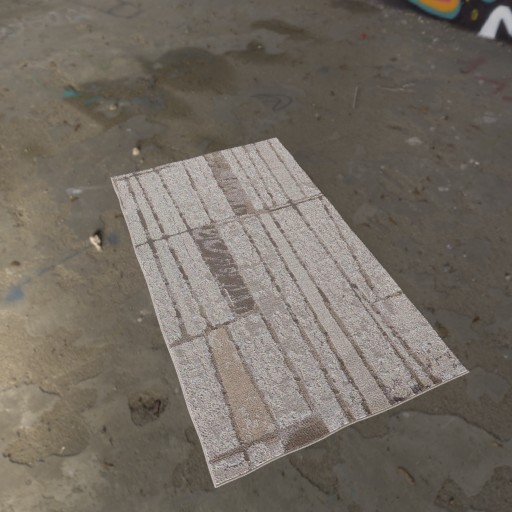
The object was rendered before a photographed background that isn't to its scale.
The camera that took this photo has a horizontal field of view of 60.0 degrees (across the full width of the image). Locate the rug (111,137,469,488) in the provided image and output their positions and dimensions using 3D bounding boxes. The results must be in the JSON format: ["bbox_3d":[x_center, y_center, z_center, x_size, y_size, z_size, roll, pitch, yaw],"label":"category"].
[{"bbox_3d":[0.000,0.000,1.041,0.515,0.007,0.867,-18,50,-15],"label":"rug"}]
